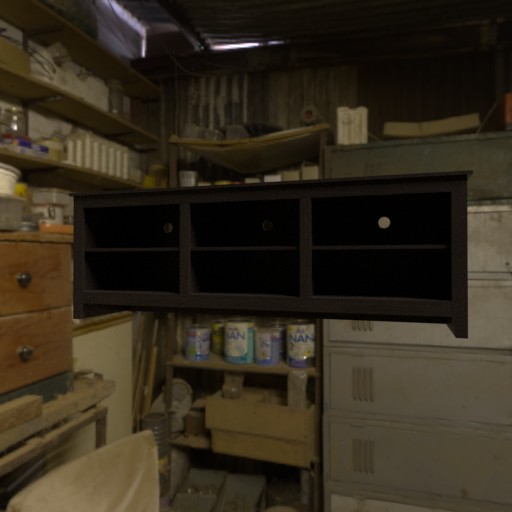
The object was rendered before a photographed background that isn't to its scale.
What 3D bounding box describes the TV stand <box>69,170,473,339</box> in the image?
[{"bbox_3d":[0.000,0.000,2.063,1.778,0.610,0.406,0,-1,18],"label":"TV stand"}]
